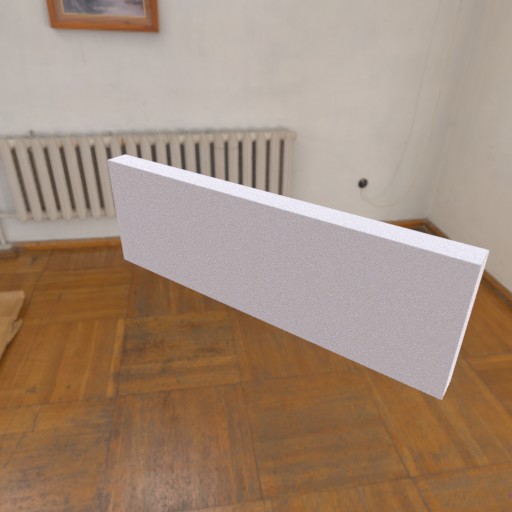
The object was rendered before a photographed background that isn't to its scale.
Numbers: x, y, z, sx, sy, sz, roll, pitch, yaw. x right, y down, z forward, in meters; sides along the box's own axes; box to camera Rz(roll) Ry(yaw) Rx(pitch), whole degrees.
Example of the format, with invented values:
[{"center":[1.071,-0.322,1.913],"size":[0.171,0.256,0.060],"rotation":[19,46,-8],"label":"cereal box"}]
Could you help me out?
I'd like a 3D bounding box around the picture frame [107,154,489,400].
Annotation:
[{"center":[0.000,0.000,0.849],"size":[0.759,0.250,0.050],"rotation":[20,35,30],"label":"picture frame"}]
